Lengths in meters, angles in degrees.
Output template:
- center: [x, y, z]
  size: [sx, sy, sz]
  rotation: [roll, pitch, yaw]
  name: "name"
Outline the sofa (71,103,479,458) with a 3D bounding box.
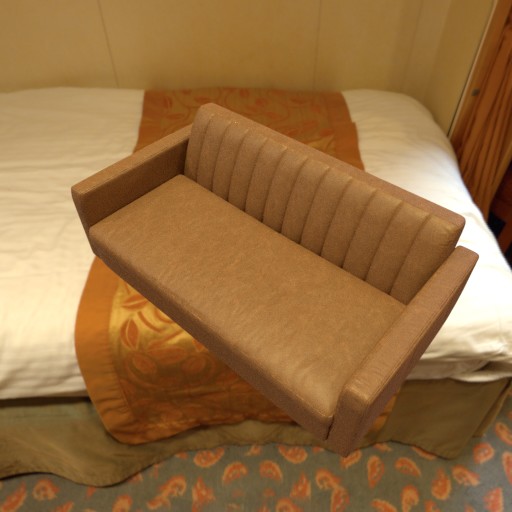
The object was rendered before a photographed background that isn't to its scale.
- center: [0.000, 0.000, 2.315]
  size: [1.847, 0.821, 0.993]
  rotation: [33, 54, 27]
  name: "sofa"
